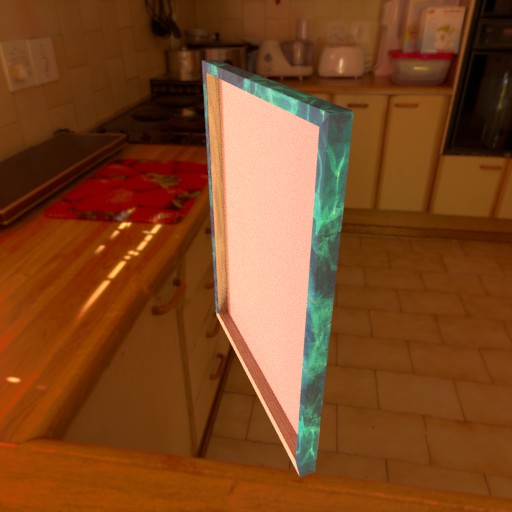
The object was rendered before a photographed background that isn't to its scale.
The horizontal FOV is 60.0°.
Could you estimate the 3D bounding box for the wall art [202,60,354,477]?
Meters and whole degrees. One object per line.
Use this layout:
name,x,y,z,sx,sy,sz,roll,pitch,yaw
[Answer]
wall art,0.000,0.000,1.011,0.038,0.760,0.609,-11,32,-19
